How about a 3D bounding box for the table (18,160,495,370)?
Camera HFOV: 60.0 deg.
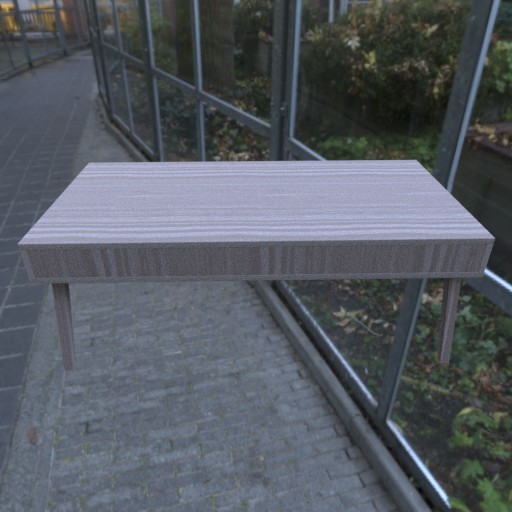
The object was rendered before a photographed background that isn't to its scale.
[{"bbox_3d":[0.000,0.000,1.484,1.200,0.450,0.600,-1,31,-1],"label":"table"}]
